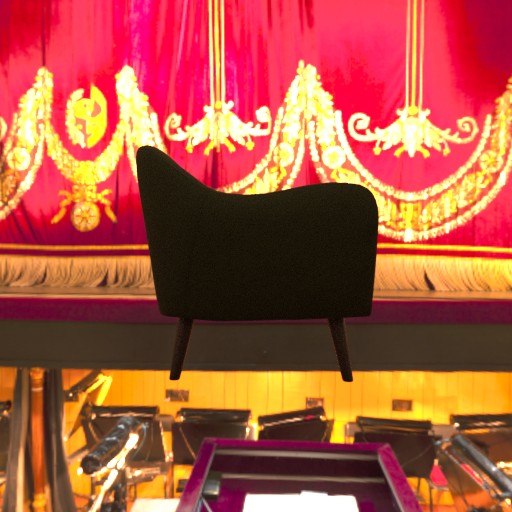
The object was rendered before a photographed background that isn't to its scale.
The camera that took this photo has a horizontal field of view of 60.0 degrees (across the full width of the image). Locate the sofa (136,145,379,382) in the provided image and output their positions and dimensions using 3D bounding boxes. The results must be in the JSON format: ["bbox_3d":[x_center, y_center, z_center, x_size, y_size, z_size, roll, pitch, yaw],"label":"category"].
[{"bbox_3d":[0.000,0.000,2.272,0.820,0.836,1.840,0,1,1],"label":"sofa"}]
